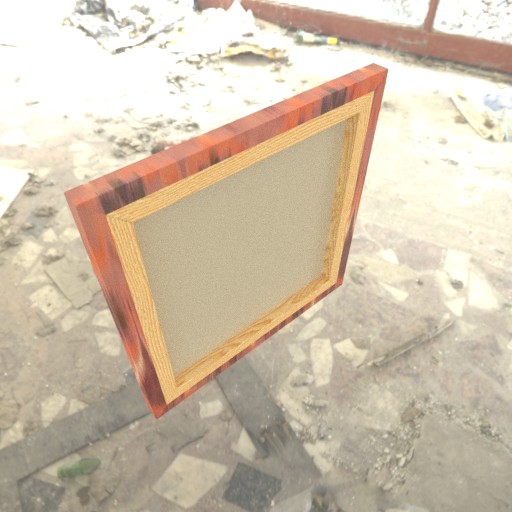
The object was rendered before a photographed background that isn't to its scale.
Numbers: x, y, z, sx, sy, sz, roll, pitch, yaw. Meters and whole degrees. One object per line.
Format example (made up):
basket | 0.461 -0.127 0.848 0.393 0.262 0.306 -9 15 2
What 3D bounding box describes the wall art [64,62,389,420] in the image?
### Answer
wall art | 0.000 0.000 0.900 0.603 0.609 0.037 -31 54 -27
